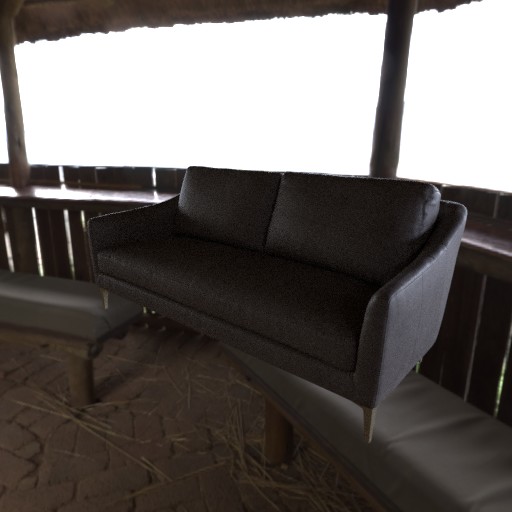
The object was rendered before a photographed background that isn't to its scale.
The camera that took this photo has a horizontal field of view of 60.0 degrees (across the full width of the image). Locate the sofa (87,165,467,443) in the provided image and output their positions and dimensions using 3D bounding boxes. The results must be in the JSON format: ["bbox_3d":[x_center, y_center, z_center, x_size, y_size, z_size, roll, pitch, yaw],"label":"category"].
[{"bbox_3d":[0.000,0.000,2.451,2.036,0.902,0.960,14,20,41],"label":"sofa"}]
